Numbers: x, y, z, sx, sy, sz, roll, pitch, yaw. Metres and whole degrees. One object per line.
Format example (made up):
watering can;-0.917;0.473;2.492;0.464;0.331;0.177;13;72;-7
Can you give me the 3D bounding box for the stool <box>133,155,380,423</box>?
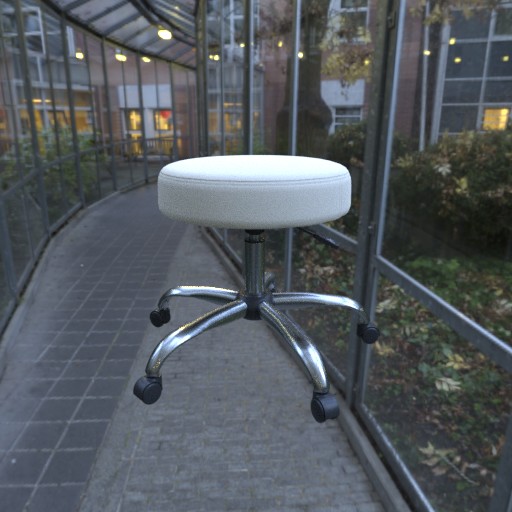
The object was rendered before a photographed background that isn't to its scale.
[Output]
stool;0.000;0.000;1.086;0.634;0.482;0.614;3;17;10
